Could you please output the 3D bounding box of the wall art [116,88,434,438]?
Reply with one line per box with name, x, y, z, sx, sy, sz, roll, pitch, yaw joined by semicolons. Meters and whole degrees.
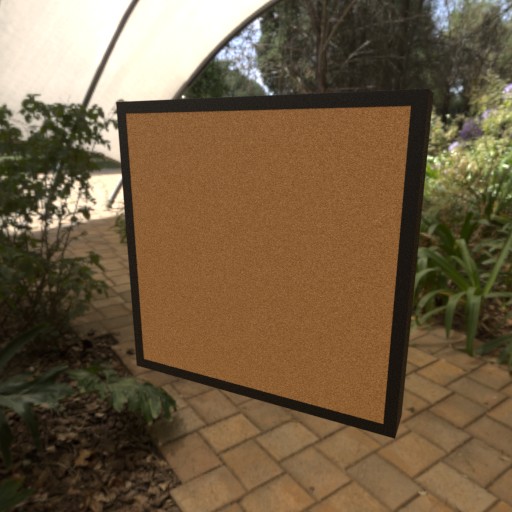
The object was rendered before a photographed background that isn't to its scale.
wall art;0.000;0.000;0.450;0.305;0.304;0.038;7;17;25
